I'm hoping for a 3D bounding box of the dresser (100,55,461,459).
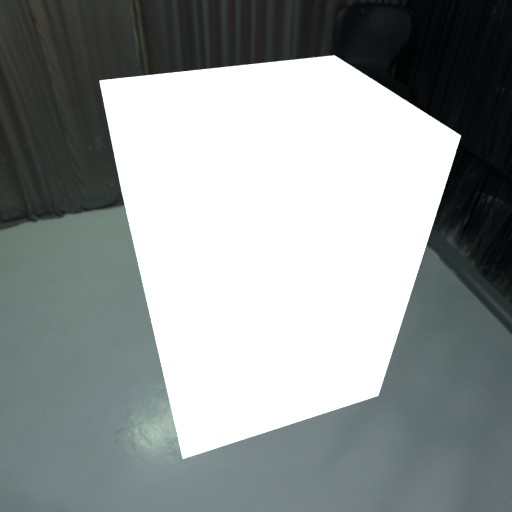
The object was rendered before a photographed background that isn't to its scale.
[{"bbox_3d":[0.000,0.000,0.795,0.400,0.560,0.360,-12,42,-14],"label":"dresser"}]
